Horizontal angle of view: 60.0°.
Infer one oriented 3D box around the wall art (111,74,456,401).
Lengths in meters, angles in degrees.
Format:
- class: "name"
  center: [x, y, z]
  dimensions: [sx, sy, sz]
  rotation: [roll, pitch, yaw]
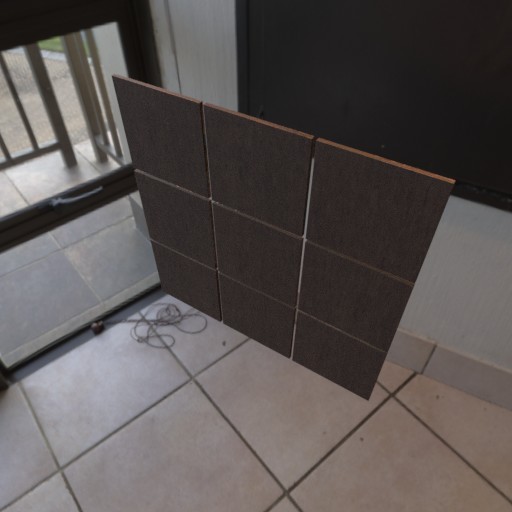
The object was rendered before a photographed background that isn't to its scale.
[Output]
- class: "wall art"
  center: [0.000, 0.000, 1.361]
  dimensions: [0.915, 0.914, 0.013]
  rotation: [24, 51, 22]
